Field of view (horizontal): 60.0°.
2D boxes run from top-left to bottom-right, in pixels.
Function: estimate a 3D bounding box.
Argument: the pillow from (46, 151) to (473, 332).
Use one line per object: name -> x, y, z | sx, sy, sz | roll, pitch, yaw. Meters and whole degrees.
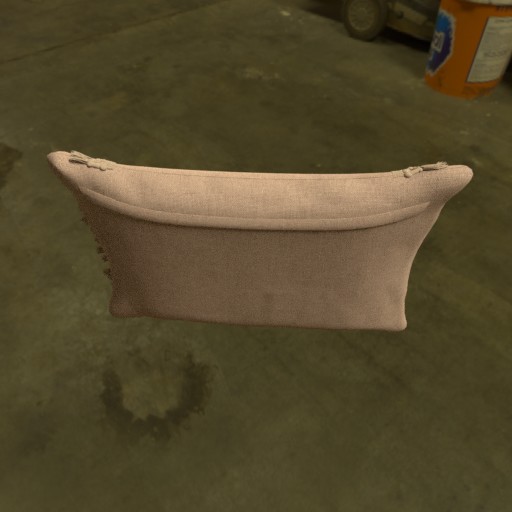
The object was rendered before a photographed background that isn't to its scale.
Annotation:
pillow -> 0.000, 0.000, 0.586 | 0.466, 0.305, 0.084 | 2, 46, 2
